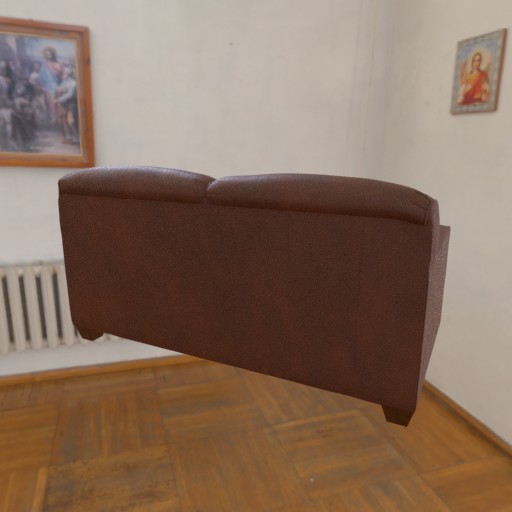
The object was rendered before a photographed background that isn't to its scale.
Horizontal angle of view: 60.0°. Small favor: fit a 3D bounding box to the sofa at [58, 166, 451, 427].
[{"bbox_3d":[0.000,0.000,2.381,1.856,0.966,1.000,7,16,26],"label":"sofa"}]
